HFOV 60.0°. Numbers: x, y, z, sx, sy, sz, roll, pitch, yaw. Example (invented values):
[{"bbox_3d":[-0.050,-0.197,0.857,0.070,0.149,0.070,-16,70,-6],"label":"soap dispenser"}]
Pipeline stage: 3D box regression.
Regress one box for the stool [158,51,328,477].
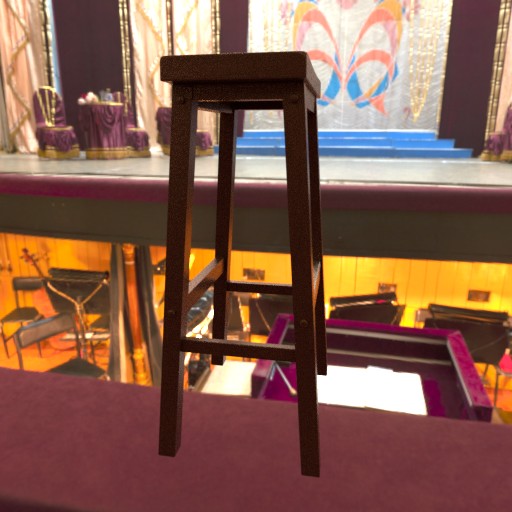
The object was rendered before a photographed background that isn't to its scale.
[{"bbox_3d":[0.000,0.000,0.957,0.322,0.742,0.406,3,16,11],"label":"stool"}]
